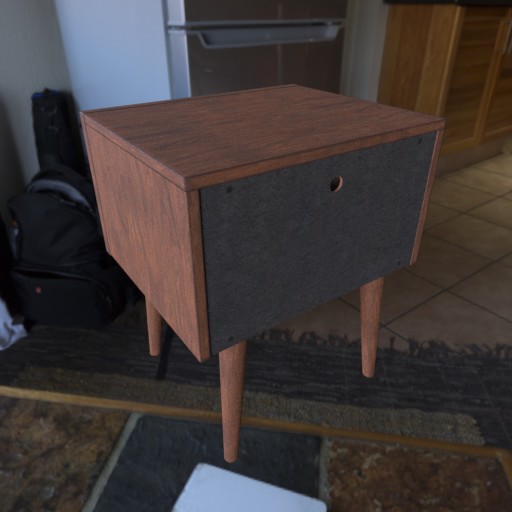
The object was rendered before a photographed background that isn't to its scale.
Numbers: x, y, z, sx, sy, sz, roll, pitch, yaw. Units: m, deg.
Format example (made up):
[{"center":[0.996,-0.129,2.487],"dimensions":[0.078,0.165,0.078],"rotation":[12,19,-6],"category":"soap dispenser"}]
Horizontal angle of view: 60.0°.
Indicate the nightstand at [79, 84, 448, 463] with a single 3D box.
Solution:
[{"center":[0.000,0.000,0.970],"dimensions":[0.521,0.607,0.445],"rotation":[-20,36,-30],"category":"nightstand"}]
